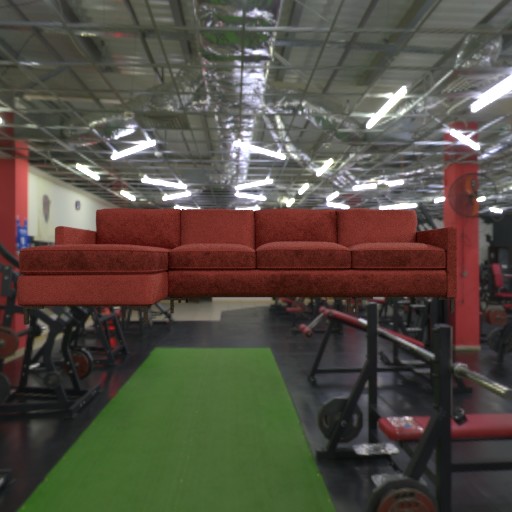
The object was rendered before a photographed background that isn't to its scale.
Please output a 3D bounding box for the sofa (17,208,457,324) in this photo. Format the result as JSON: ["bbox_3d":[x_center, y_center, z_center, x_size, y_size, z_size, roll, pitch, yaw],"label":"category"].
[{"bbox_3d":[0.000,0.000,3.865,3.400,0.967,1.500,0,0,-1],"label":"sofa"}]
